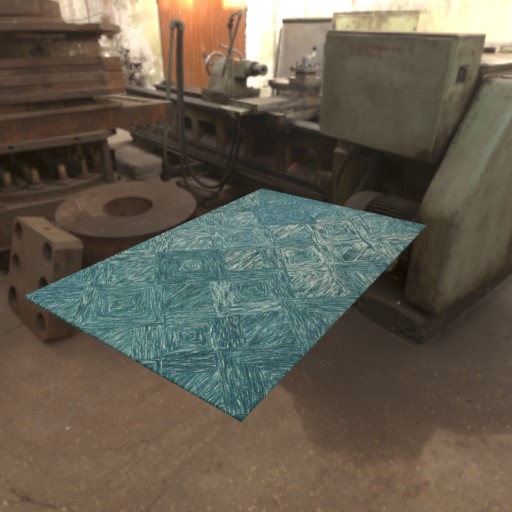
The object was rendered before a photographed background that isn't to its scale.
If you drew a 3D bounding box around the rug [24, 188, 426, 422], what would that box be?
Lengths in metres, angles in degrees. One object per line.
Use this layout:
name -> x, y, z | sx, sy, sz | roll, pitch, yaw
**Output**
rug -> 0.000, 0.000, 2.860 | 1.490, 0.015, 2.277 | 18, 32, 31
